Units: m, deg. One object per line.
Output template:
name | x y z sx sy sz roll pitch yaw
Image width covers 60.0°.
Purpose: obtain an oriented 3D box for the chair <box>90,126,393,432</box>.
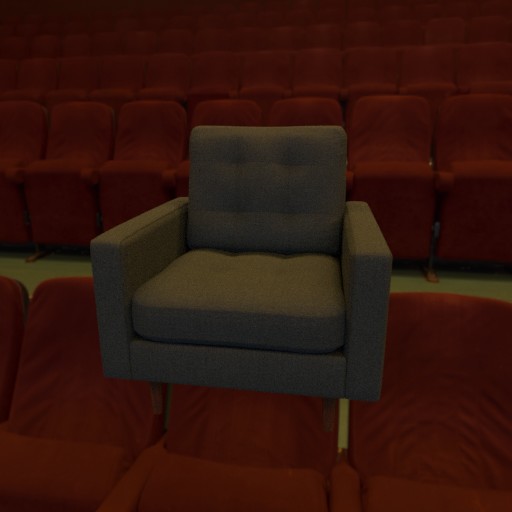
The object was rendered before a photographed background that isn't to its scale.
chair | 0.000 0.000 1.562 0.821 0.880 0.843 3 17 9
